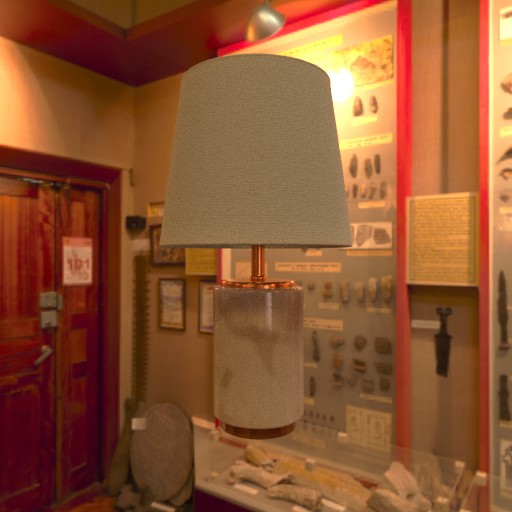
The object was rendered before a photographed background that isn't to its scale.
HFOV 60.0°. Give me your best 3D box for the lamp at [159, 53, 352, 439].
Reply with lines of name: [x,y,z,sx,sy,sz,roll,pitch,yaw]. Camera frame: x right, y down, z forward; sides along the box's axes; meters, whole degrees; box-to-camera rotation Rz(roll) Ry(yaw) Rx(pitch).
lamp: [0.000,0.000,0.445,0.189,0.340,0.189,0,0,0]
